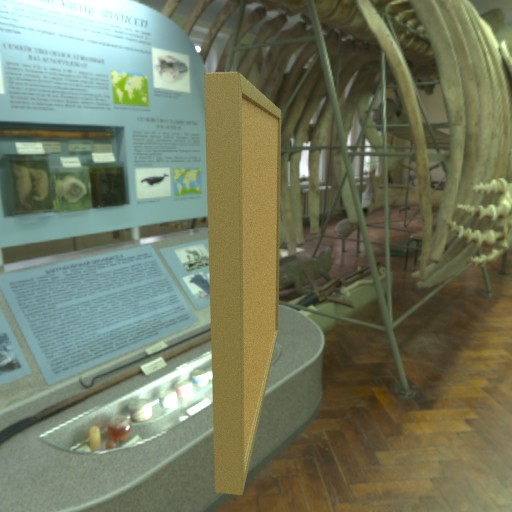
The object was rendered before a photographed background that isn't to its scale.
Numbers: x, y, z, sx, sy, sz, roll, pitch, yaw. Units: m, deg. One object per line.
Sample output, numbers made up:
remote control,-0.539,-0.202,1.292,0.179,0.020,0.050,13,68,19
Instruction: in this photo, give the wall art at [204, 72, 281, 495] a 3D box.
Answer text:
wall art,0.000,0.000,0.755,0.036,0.509,0.509,2,14,8
